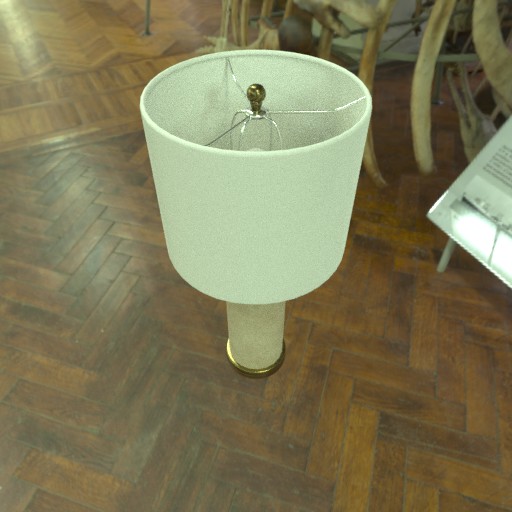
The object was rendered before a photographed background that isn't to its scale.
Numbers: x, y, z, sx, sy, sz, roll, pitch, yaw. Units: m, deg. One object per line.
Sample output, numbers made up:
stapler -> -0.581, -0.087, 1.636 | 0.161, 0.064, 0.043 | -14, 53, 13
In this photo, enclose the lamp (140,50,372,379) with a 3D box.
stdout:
lamp -> 0.000, 0.000, 0.805 | 0.305, 0.634, 0.305 | 24, 50, 22
